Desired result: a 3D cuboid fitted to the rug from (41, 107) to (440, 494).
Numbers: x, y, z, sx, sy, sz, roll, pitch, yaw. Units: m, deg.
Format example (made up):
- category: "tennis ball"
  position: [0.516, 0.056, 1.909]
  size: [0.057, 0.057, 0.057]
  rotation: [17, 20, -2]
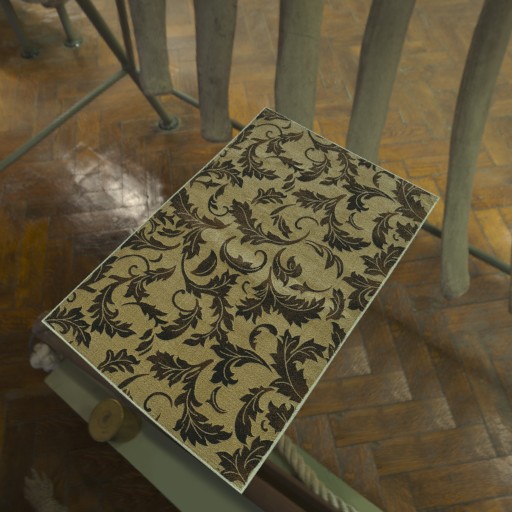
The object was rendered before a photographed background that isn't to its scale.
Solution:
- category: "rug"
  position: [0.000, 0.000, 2.867]
  size: [1.522, 0.008, 2.284]
  rotation: [33, 66, 17]
